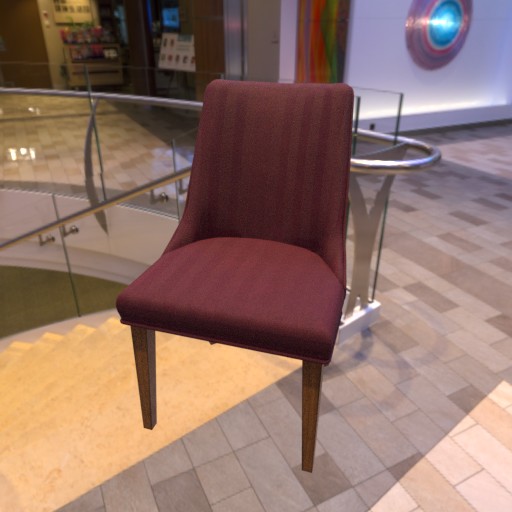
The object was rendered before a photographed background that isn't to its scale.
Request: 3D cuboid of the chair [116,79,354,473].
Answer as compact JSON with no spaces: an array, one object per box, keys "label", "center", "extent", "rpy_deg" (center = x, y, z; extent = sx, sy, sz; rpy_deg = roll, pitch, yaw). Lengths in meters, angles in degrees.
[{"label":"chair","center":[0.000,0.000,1.296],"extent":[0.548,0.916,0.638],"rpy_deg":[8,28,15]}]
